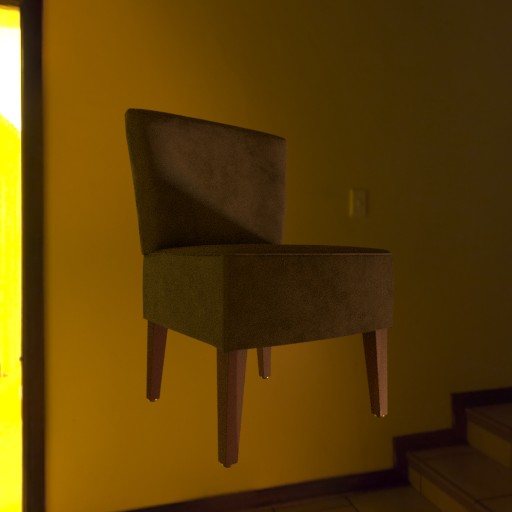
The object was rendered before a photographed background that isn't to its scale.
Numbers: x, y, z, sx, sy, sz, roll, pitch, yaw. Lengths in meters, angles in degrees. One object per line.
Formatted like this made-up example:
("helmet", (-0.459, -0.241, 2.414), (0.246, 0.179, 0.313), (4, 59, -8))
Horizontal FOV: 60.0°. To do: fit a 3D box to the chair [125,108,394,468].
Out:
("chair", (0.000, 0.000, 1.156), (0.521, 0.806, 0.554), (0, 0, -36))
